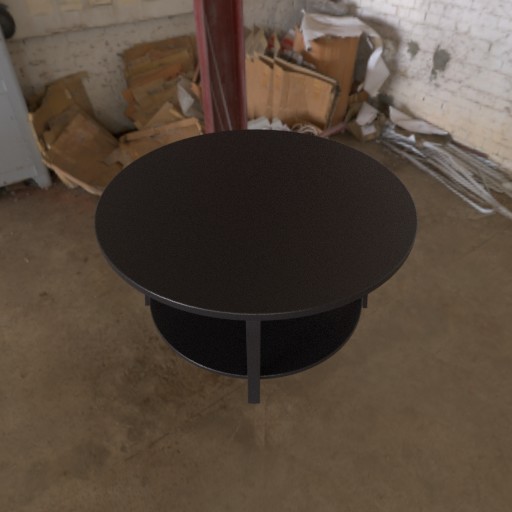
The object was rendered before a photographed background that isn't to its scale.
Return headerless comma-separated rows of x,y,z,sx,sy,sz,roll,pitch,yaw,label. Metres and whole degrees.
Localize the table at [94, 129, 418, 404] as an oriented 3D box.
0.000,0.000,1.445,0.914,0.457,0.914,0,41,0,table
